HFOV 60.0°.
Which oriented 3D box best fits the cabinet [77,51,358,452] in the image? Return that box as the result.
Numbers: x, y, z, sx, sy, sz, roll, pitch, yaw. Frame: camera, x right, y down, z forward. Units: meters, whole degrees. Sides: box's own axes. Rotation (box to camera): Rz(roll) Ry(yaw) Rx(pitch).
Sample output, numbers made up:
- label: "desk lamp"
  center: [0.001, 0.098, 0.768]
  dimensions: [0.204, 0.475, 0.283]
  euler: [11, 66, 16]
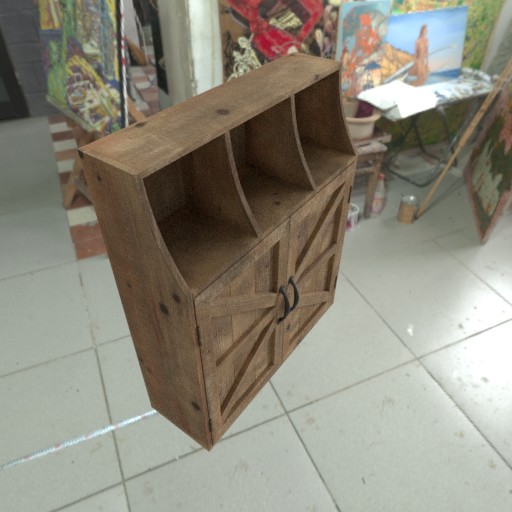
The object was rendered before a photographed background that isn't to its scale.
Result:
- label: "cabinet"
  center: [0.000, 0.000, 0.843]
  dimensions: [0.184, 0.590, 0.489]
  euler: [26, 47, 27]
